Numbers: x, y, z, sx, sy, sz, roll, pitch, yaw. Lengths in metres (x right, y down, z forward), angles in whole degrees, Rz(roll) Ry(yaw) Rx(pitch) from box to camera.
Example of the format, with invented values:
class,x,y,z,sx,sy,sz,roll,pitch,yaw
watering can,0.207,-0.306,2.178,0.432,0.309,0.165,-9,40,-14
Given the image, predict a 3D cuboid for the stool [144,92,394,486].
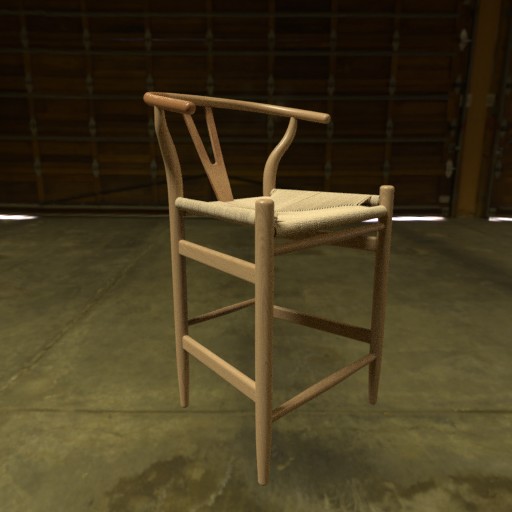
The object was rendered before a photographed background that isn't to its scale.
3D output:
class,x,y,z,sx,sy,sz,roll,pitch,yaw
stool,0.000,0.000,1.283,0.536,0.923,0.575,-13,19,-43
